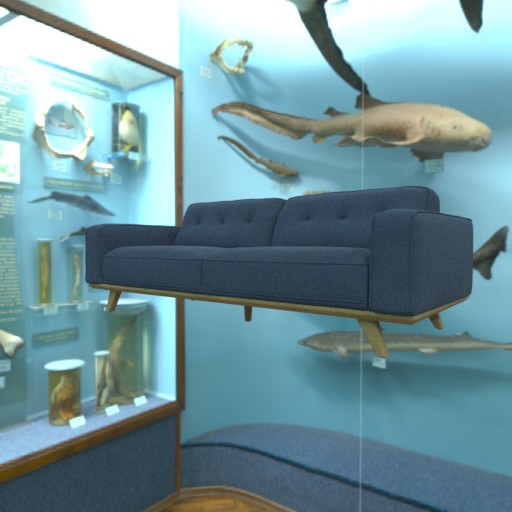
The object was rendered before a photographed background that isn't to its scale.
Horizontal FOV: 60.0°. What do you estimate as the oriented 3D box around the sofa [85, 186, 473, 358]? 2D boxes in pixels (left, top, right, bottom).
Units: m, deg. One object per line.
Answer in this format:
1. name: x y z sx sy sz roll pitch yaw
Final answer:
1. sofa: 0.000 0.000 2.696 2.270 0.782 0.953 1 2 38
